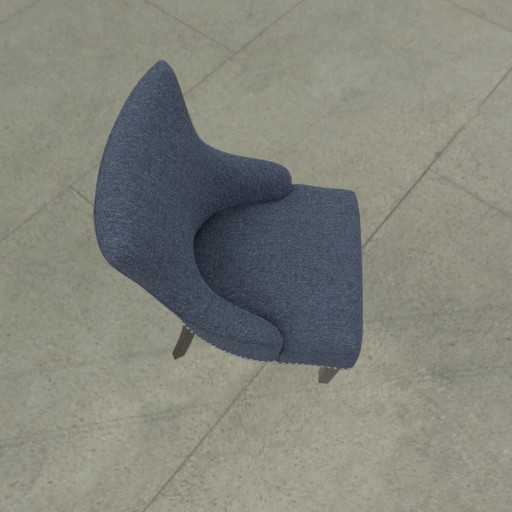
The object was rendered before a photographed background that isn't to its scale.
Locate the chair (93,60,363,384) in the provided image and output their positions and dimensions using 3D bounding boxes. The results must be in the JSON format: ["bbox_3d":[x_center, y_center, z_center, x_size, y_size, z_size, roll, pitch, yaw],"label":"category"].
[{"bbox_3d":[0.000,0.000,1.278,0.629,0.909,0.566,4,64,2],"label":"chair"}]
